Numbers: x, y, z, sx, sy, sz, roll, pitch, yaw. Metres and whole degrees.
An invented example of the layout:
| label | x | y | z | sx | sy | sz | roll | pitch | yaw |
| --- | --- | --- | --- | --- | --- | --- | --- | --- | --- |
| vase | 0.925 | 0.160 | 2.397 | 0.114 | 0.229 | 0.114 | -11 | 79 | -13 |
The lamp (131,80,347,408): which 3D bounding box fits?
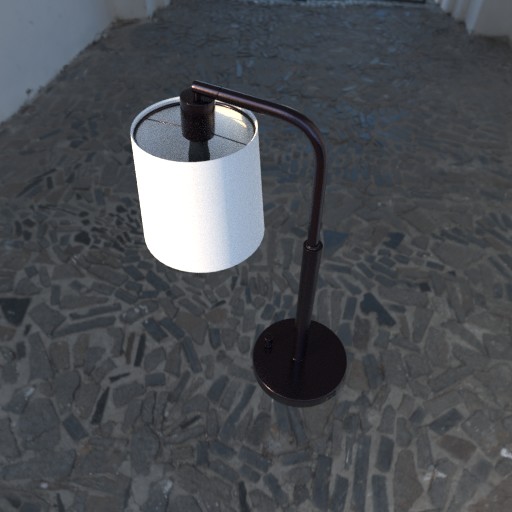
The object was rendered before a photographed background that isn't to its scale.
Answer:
| label | x | y | z | sx | sy | sz | roll | pitch | yaw |
| --- | --- | --- | --- | --- | --- | --- | --- | --- | --- |
| lamp | 0.000 | 0.000 | 0.635 | 0.333 | 0.489 | 0.171 | 18 | 49 | 16 |
